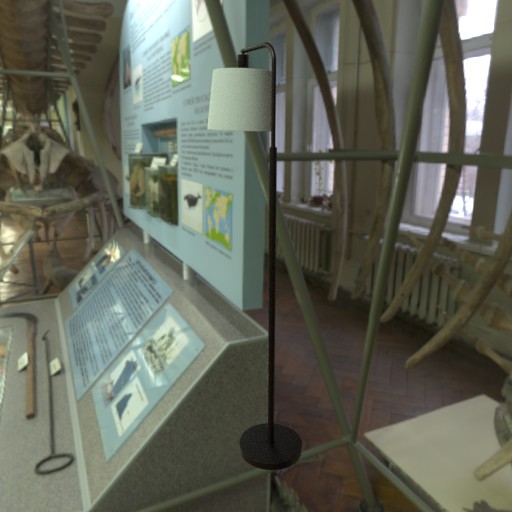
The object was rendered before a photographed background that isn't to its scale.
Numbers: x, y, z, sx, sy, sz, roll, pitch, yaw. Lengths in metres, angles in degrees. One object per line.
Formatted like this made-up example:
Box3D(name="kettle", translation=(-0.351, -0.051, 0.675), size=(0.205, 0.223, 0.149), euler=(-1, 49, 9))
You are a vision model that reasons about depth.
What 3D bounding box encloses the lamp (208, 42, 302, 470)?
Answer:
Box3D(name="lamp", translation=(0.000, 0.000, 1.664), size=(0.254, 1.478, 0.508), euler=(-6, 15, -25))
